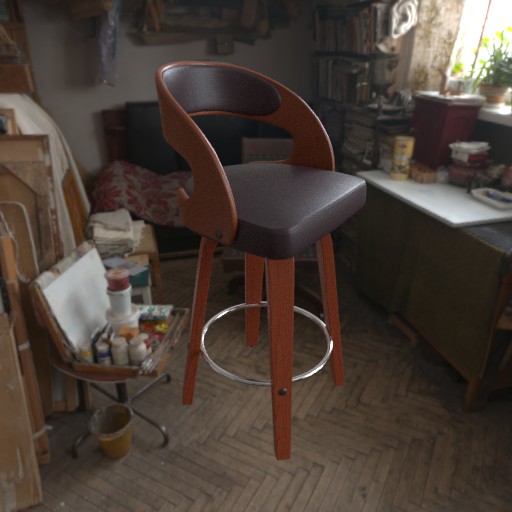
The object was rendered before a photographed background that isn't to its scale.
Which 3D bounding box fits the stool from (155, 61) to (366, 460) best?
[{"bbox_3d":[0.000,0.000,1.184,0.457,0.940,0.457,17,32,31],"label":"stool"}]
